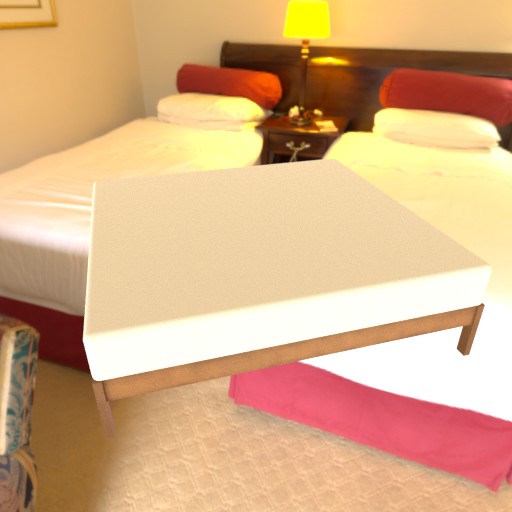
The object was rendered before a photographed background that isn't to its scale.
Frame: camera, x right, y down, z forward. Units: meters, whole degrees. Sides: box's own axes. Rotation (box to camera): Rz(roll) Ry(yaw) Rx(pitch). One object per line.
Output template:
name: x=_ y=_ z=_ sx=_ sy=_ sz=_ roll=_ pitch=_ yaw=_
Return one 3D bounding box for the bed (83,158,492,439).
bed: x=0.000 y=0.000 z=3.001 sx=2.049 sy=0.616 sz=1.930 roll=-8 pitch=31 yaw=-14
